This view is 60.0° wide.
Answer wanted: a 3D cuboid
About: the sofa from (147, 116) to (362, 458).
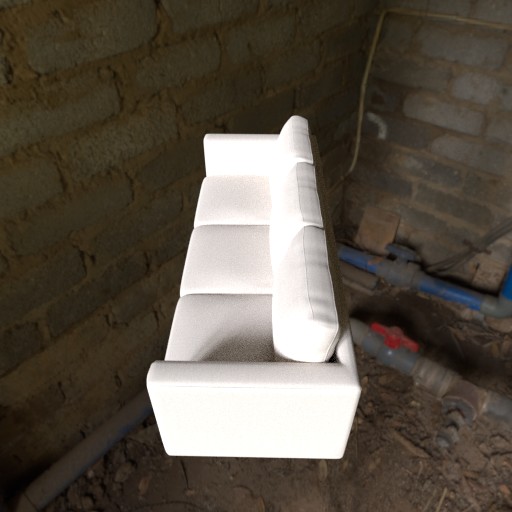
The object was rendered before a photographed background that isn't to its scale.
[{"bbox_3d":[0.000,0.000,2.493,0.802,0.912,2.029,1,41,1],"label":"sofa"}]
